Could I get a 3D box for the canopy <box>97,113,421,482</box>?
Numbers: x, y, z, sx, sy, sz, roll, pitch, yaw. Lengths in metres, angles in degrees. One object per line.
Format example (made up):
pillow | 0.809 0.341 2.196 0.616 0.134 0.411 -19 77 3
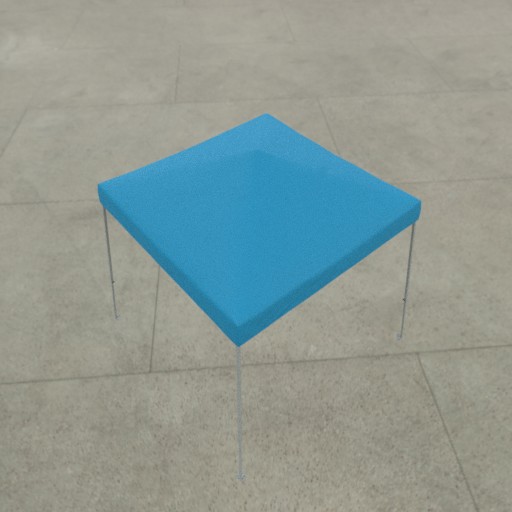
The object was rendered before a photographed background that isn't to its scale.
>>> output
canopy | 0.000 0.000 5.152 2.850 2.850 2.849 -31 53 -27
